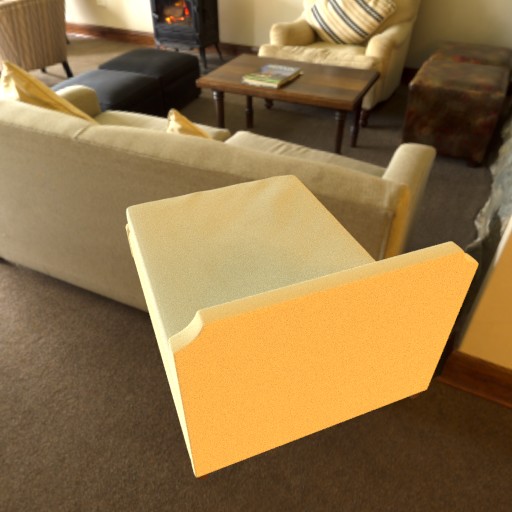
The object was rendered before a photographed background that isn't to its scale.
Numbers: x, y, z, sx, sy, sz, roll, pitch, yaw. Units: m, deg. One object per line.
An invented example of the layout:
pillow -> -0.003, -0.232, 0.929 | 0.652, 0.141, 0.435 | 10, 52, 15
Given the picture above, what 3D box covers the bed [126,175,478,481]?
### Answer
bed -> 0.000, 0.000, 3.363 | 1.703, 1.415, 2.329 | -14, 41, -16
